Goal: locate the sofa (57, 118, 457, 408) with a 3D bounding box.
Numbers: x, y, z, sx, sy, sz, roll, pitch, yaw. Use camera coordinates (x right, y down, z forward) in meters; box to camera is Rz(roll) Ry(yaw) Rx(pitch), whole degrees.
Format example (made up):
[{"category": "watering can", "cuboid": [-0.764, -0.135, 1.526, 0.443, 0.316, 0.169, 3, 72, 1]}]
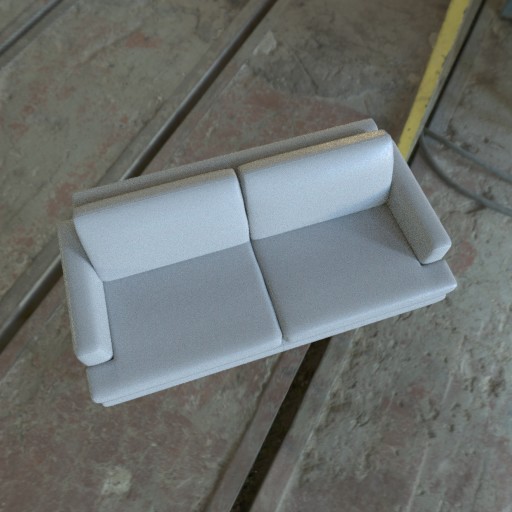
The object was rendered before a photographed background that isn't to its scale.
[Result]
[{"category": "sofa", "cuboid": [0.000, 0.000, 2.381, 1.940, 0.765, 0.974, -16, 65, -8]}]
